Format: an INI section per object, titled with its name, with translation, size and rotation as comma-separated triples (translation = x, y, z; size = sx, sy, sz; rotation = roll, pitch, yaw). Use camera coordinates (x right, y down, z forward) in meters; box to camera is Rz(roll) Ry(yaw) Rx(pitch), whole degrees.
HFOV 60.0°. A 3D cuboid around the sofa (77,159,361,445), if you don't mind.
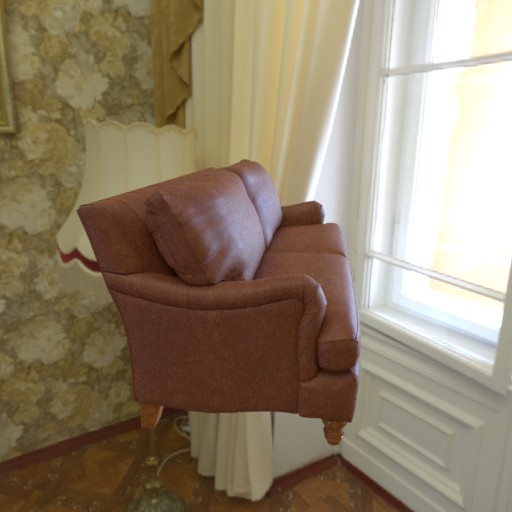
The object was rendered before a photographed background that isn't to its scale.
[sofa]
translation = 0.000, 0.000, 2.738
size = 1.147, 1.071, 2.144
rotation = 2, 16, 8
